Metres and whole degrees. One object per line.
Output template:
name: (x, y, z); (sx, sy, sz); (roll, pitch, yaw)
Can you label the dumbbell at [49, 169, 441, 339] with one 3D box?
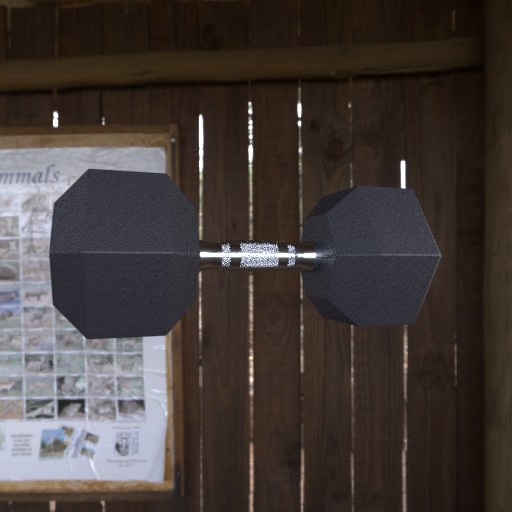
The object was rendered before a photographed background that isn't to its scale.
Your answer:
dumbbell: (0.000, 0.000, 0.437); (0.361, 0.137, 0.157); (0, -1, -17)
